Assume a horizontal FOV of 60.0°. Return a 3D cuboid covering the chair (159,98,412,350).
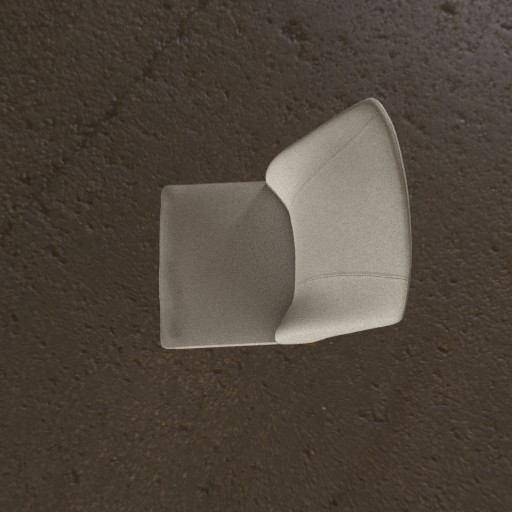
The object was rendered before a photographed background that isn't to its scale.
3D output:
[{"bbox_3d":[0.000,0.000,1.209,0.540,0.893,0.472,-3,75,-1],"label":"chair"}]
